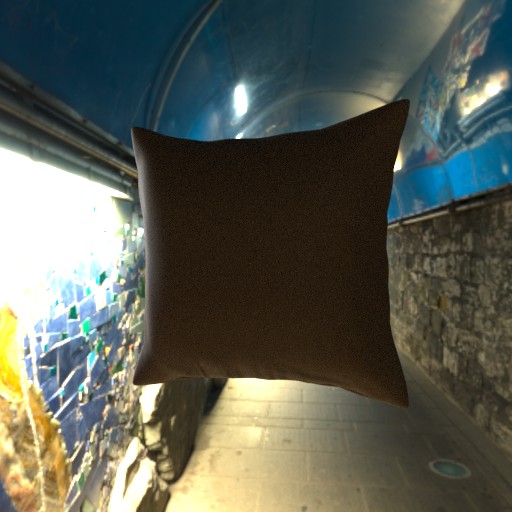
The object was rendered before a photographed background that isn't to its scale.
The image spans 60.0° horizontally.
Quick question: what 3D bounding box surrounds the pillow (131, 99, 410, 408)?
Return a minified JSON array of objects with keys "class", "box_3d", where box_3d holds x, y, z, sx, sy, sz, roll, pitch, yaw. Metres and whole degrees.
[{"class":"pillow","box_3d":[0.000,0.000,0.691,0.453,0.443,0.168,0,0,19]}]
